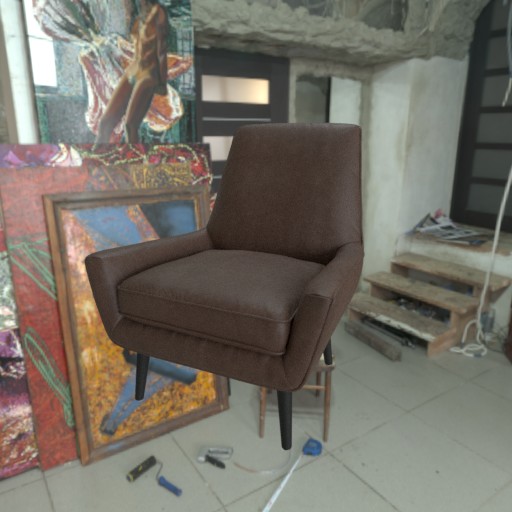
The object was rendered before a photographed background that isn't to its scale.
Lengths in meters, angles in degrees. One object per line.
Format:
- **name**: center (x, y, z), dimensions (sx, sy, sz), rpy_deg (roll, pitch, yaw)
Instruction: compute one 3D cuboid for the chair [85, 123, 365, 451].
- **chair**: center (0.000, 0.000, 1.516), dimensions (0.787, 0.888, 0.824), rpy_deg (7, 17, 26)
